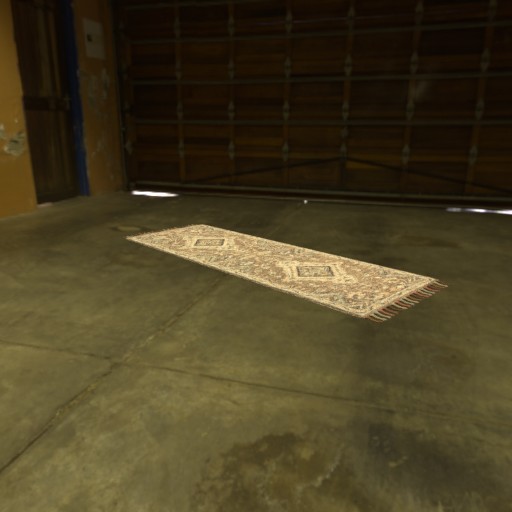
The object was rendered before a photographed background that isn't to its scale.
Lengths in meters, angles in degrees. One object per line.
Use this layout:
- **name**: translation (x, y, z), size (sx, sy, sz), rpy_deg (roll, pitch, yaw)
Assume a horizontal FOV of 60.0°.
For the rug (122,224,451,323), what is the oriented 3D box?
- **rug**: translation (0.000, 0.000, 2.924), size (1.324, 0.018, 2.378), rpy_deg (-8, 18, -27)
